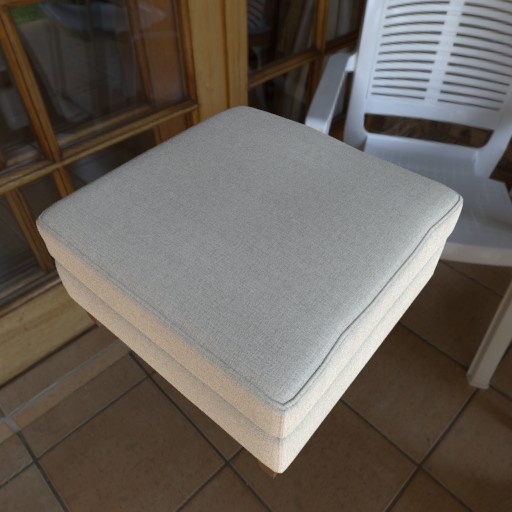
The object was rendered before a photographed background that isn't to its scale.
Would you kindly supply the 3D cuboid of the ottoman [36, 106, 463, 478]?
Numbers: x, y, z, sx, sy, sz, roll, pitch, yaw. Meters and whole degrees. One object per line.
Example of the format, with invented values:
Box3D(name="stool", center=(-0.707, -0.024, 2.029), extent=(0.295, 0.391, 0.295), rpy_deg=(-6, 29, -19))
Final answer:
Box3D(name="ottoman", center=(0.000, 0.000, 1.310), extent=(0.838, 0.503, 0.838), rpy_deg=(31, 53, 27))
